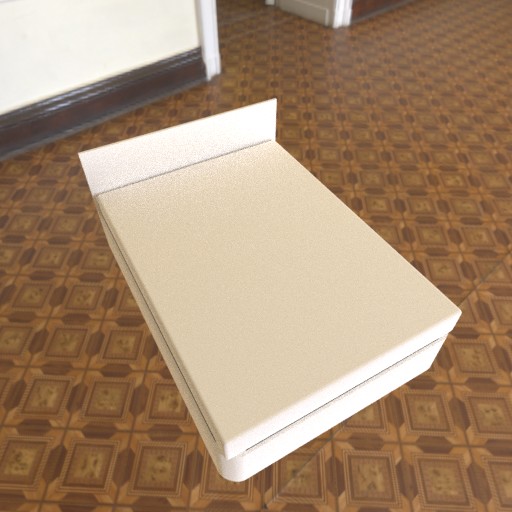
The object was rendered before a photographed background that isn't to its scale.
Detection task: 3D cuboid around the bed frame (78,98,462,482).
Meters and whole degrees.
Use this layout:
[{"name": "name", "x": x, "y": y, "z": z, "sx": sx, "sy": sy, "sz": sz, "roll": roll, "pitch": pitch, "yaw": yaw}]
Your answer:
[{"name": "bed frame", "x": 0.000, "y": 0.000, "z": 2.641, "sx": 1.400, "sy": 0.800, "sz": 1.900, "roll": -22, "pitch": 50, "yaw": -20}]
